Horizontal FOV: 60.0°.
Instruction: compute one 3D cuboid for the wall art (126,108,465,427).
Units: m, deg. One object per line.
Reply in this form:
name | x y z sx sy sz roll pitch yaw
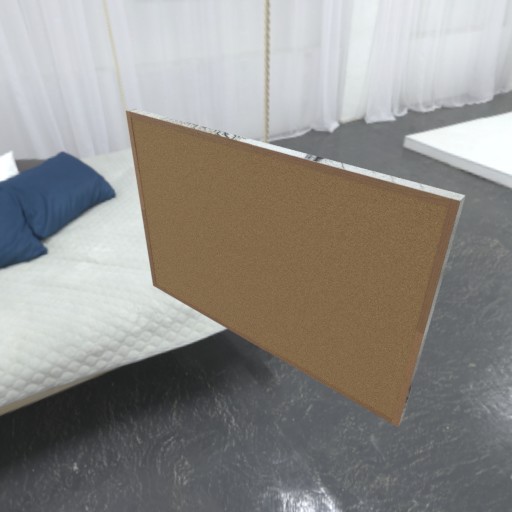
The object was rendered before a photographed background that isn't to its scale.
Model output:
wall art | 0.000 0.000 1.454 1.141 0.758 0.035 24 40 32
